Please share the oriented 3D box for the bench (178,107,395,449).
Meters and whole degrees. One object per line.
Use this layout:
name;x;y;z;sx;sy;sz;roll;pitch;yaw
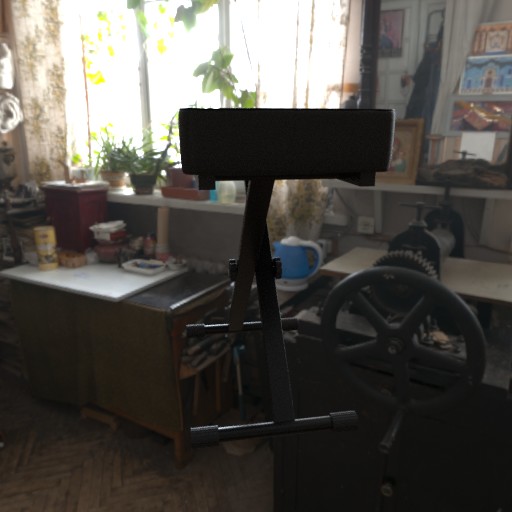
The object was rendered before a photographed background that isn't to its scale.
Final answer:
bench;0.000;0.000;0.924;0.300;0.561;0.600;-3;16;-9
